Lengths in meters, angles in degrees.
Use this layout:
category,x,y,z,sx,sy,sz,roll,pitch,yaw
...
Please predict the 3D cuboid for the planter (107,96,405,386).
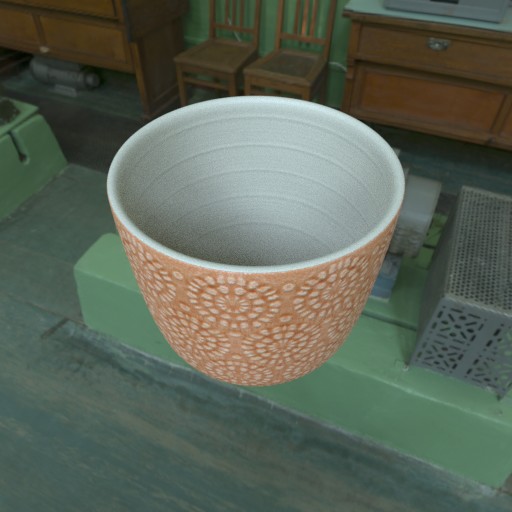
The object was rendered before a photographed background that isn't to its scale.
category,x,y,z,sx,sy,sz,roll,pitch,yaw
planter,0.000,0.000,0.383,0.208,0.190,0.208,0,46,0
